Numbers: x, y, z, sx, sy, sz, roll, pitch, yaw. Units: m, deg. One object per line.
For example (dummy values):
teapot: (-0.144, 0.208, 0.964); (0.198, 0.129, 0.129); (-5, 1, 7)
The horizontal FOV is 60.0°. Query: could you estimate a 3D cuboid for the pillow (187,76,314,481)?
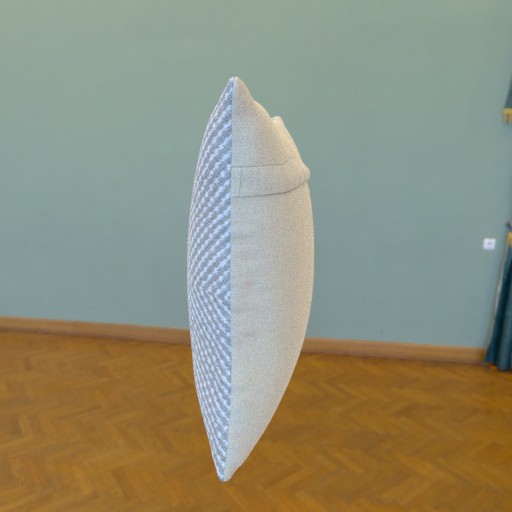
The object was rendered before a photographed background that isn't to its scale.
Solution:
pillow: (0.000, 0.000, 0.695); (0.181, 0.458, 0.459); (2, 13, 8)
